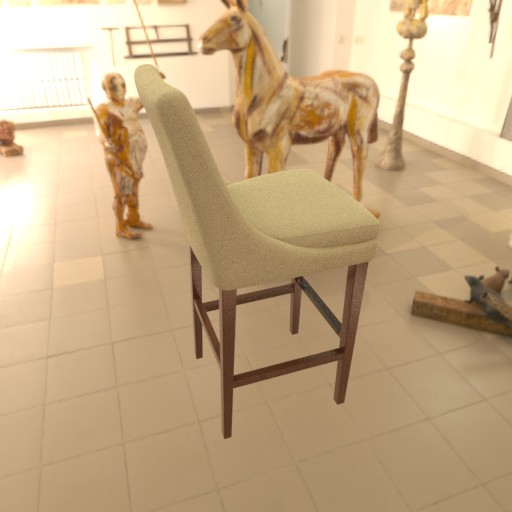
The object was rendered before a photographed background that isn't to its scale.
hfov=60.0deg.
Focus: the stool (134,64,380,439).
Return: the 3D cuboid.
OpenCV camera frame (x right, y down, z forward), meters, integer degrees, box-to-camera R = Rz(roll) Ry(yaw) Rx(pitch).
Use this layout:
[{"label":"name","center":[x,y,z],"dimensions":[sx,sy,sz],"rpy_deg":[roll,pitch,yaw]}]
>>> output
[{"label":"stool","center":[0.000,0.000,1.375],"dimensions":[0.577,1.078,0.470],"rpy_deg":[-11,33,-17]}]
